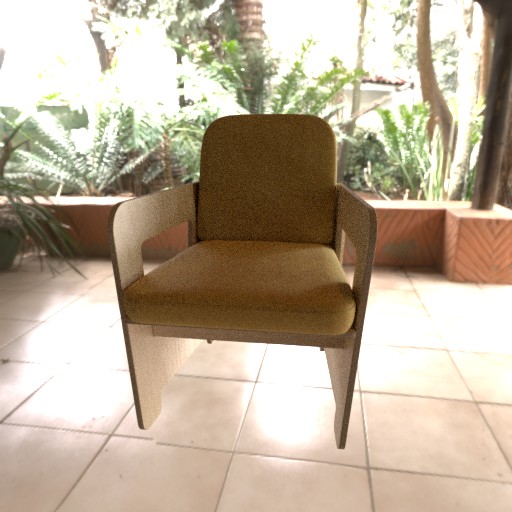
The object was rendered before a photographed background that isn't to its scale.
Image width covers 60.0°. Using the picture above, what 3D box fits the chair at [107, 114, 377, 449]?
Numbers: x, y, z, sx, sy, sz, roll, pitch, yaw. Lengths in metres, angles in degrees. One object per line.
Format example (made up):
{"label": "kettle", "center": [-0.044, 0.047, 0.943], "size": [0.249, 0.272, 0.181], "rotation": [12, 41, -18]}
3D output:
{"label": "chair", "center": [0.000, 0.000, 1.264], "size": [0.590, 0.800, 0.710], "rotation": [2, 15, 8]}
